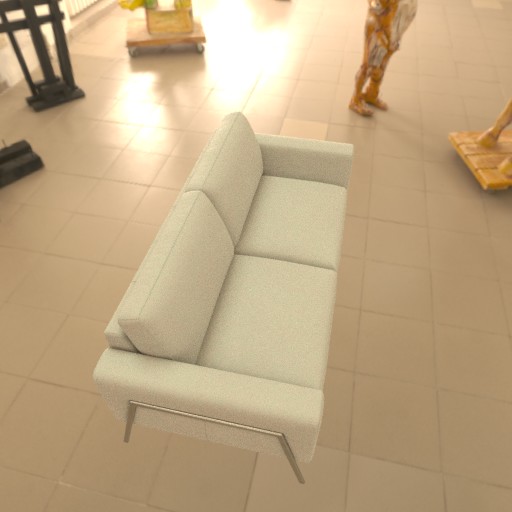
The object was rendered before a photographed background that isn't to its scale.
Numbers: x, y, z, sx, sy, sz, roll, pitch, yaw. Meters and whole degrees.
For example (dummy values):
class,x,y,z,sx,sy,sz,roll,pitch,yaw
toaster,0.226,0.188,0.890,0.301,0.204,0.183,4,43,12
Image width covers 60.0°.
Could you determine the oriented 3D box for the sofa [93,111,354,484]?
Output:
class,x,y,z,sx,sy,sz,roll,pitch,yaw
sofa,0.000,0.000,2.539,0.953,0.875,2.017,9,47,9
